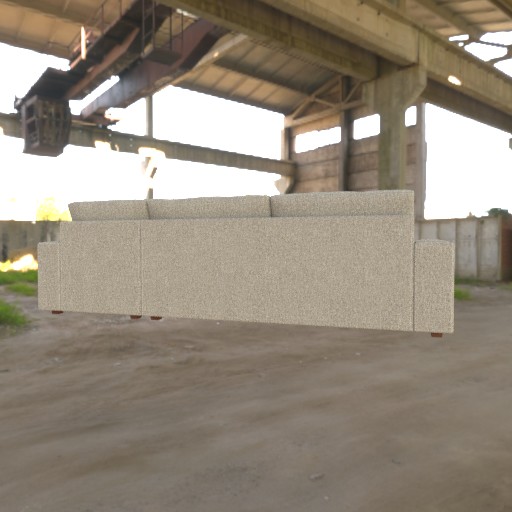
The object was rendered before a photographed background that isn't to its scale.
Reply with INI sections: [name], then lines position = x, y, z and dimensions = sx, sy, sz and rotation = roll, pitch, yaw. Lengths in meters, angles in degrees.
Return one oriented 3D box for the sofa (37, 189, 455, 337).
[sofa]
position = 0.000, 0.000, 3.521
dimensions = 2.718, 0.813, 1.689
rotation = 1, 2, 18
